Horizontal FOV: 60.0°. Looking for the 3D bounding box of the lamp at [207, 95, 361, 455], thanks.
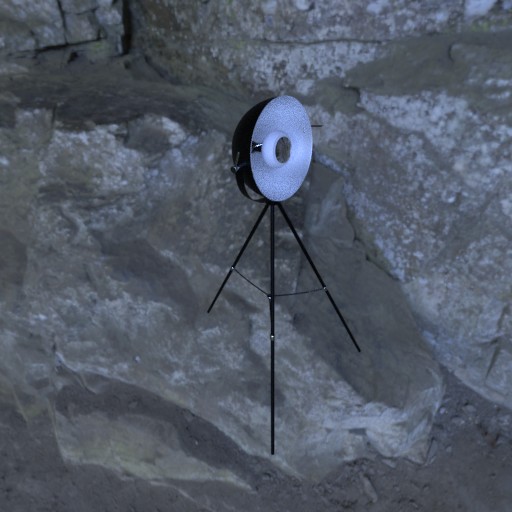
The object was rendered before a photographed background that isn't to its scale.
[{"bbox_3d":[0.000,0.000,2.074,0.920,1.512,0.817,27,47,28],"label":"lamp"}]
